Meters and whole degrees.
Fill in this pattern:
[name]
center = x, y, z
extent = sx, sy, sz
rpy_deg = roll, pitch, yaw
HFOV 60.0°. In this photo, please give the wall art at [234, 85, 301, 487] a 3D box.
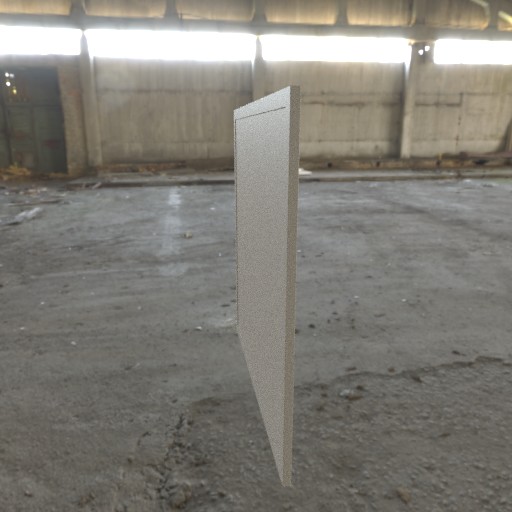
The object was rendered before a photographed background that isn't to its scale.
[wall art]
center = 0.000, 0.000, 1.005
extent = 0.015, 0.660, 0.660
rpy_deg = -3, 16, -9
